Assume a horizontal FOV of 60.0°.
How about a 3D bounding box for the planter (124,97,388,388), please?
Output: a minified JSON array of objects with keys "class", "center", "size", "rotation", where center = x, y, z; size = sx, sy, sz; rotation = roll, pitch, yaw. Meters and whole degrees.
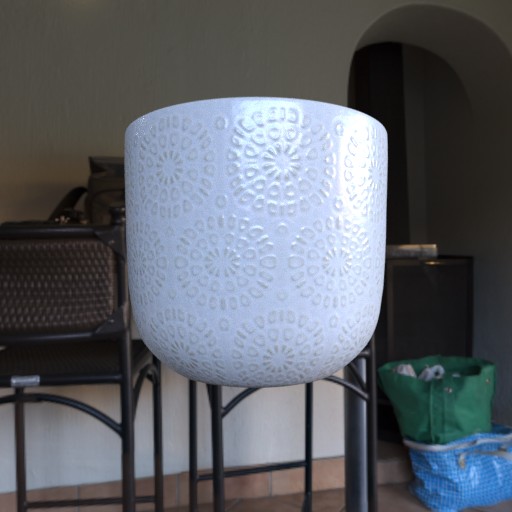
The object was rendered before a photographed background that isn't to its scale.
[{"class":"planter","center":[0.000,0.000,0.298],"size":[0.170,0.152,0.170],"rotation":[0,-1,0]}]
